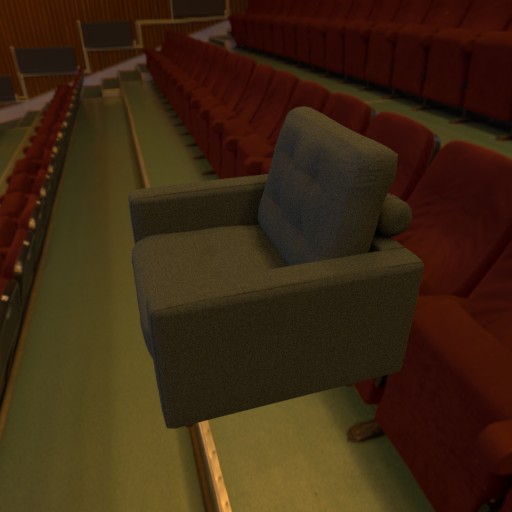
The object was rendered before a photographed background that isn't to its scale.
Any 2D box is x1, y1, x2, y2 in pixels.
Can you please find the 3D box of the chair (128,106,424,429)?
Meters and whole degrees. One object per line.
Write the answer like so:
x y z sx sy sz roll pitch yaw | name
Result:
0.000 0.000 1.560 0.843 0.880 0.821 -9 32 -15 | chair
